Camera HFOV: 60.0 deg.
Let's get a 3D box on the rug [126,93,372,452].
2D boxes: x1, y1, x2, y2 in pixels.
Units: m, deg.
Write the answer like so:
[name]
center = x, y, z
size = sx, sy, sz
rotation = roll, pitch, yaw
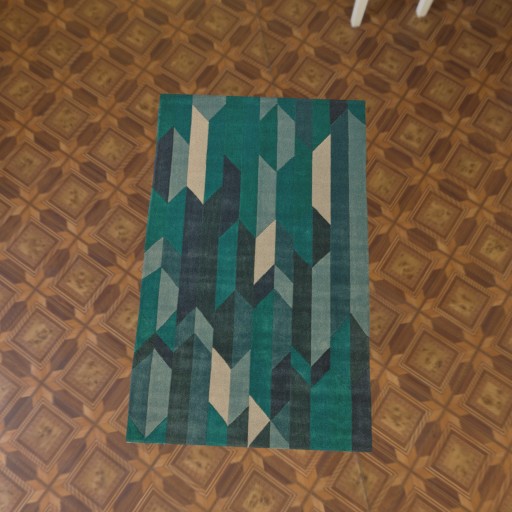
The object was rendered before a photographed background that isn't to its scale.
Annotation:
[rug]
center = 0.000, 0.000, 3.005
size = 1.528, 0.005, 2.420
rotation = 2, 77, 1
